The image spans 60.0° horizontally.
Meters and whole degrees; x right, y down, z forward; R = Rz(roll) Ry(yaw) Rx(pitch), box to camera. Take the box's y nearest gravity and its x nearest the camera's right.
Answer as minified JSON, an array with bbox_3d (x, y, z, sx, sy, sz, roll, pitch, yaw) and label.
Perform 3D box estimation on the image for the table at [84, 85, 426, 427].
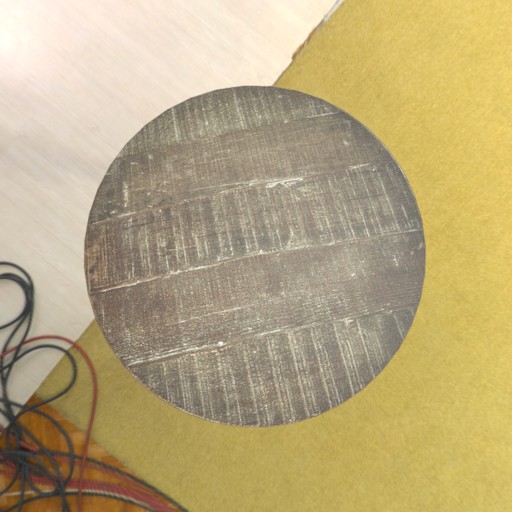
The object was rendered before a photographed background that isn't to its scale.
[{"bbox_3d":[0.000,0.000,0.939,0.557,0.437,0.557,0,90,1],"label":"table"}]
